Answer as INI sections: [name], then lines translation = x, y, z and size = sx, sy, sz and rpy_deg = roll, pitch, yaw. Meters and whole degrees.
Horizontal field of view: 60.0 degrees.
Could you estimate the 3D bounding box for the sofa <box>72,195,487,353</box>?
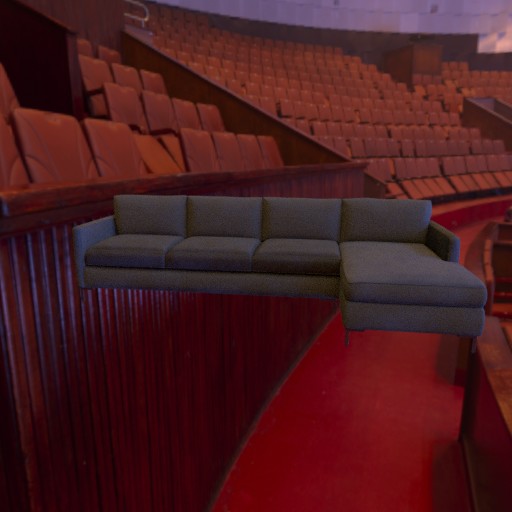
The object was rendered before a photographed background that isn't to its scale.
[sofa]
translation = 0.000, 0.000, 3.162
size = 2.725, 0.756, 1.255
rpy_deg = 2, 13, 8
